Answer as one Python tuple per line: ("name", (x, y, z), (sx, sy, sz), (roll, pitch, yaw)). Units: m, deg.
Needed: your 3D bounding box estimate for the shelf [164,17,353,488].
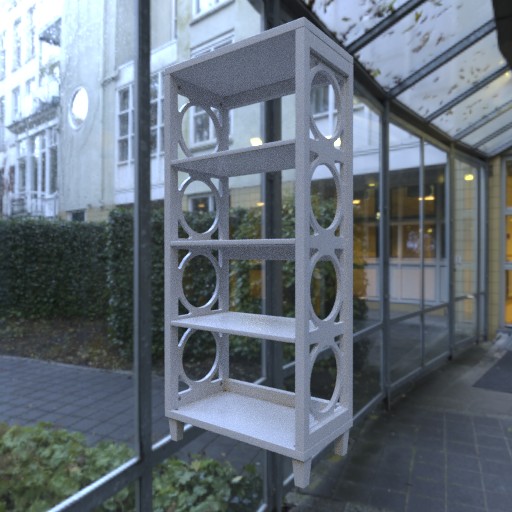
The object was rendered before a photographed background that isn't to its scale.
("shelf", (0.000, 0.000, 1.625), (0.611, 1.411, 0.340), (0, 1, 37))
